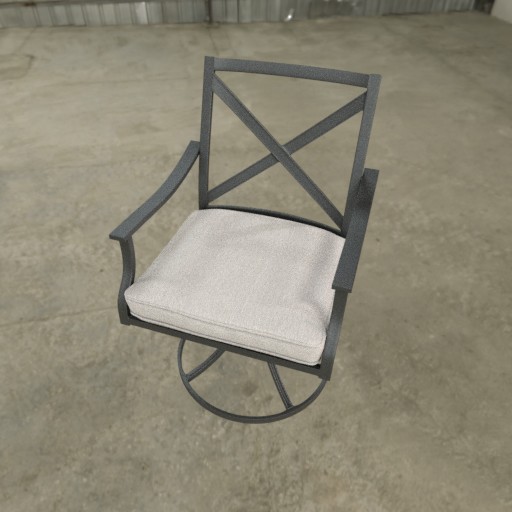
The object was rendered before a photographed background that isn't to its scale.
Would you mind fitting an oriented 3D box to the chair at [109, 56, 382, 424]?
[{"bbox_3d":[0.000,0.000,1.275,0.575,0.889,0.620,12,43,14],"label":"chair"}]
